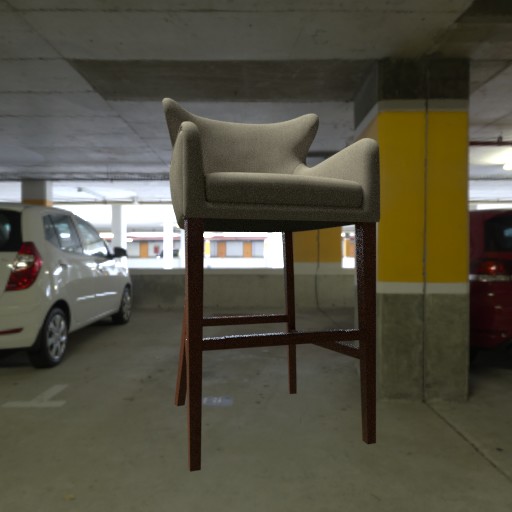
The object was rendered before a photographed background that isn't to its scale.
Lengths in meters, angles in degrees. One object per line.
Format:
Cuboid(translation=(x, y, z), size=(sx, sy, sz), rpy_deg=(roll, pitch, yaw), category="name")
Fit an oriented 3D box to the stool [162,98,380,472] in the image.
Cuboid(translation=(0.000, 0.000, 1.425), size=(0.575, 1.047, 0.575), rpy_deg=(0, 0, -18), category="stool")
